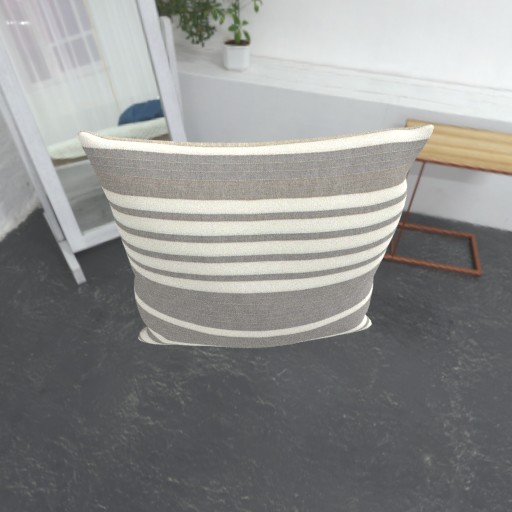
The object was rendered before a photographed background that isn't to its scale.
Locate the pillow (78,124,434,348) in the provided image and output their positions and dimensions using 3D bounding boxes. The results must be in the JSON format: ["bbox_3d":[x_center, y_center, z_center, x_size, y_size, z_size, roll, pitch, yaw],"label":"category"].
[{"bbox_3d":[0.000,0.000,0.681,0.439,0.440,0.182,-3,46,-3],"label":"pillow"}]
